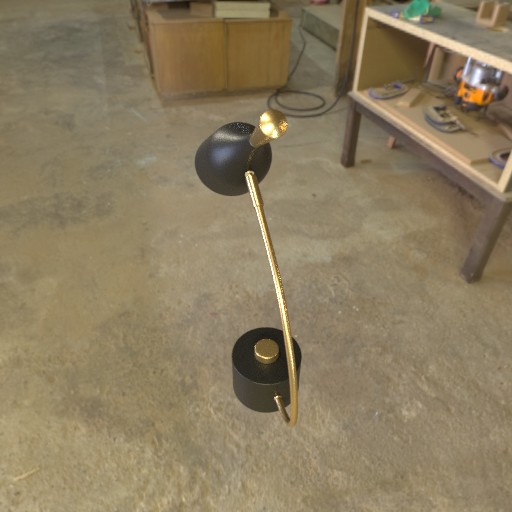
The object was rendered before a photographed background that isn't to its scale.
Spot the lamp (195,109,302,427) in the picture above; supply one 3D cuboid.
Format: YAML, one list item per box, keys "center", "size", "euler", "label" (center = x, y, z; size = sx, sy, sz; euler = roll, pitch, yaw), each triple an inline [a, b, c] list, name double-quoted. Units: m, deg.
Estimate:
- center: [0.000, 0.000, 0.624]
  size: [0.110, 0.464, 0.352]
  euler: [-11, 42, -13]
  label: "lamp"
